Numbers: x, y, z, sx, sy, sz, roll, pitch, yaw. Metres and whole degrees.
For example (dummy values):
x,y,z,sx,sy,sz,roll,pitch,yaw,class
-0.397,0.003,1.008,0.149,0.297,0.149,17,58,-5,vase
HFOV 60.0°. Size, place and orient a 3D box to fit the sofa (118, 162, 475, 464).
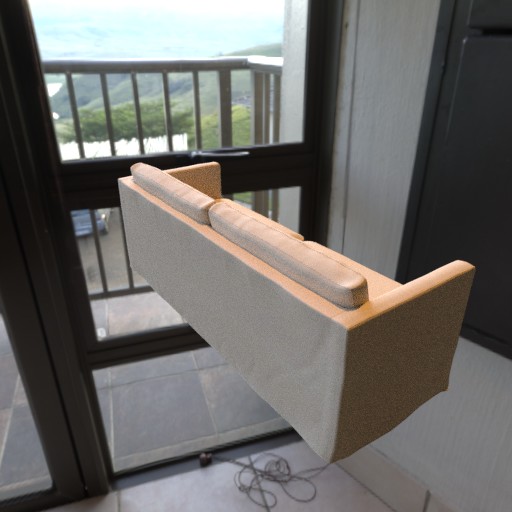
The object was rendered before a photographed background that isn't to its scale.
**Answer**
x,y,z,sx,sy,sz,roll,pitch,yaw,class
0.000,0.000,3.278,1.036,0.999,2.779,-18,31,-32,sofa
